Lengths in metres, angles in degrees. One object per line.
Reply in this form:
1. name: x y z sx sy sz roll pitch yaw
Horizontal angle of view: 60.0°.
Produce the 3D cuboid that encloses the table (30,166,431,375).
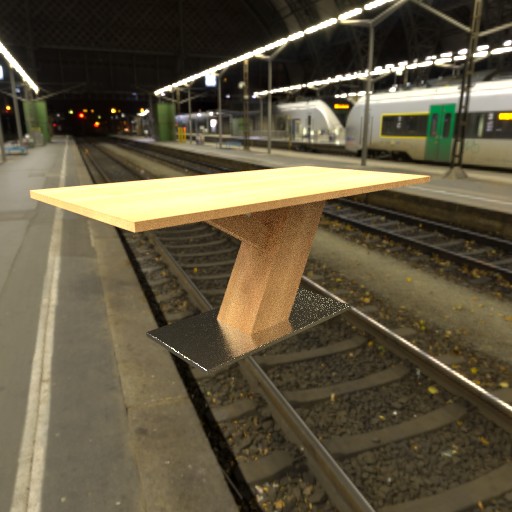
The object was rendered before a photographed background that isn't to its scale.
1. table: 0.000 0.000 2.271 1.800 0.750 0.900 -15 22 -41
